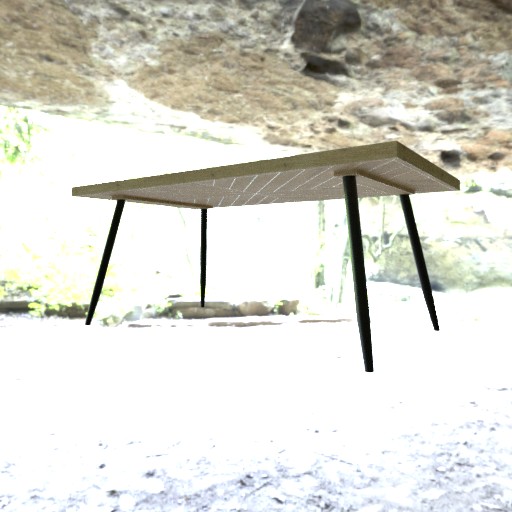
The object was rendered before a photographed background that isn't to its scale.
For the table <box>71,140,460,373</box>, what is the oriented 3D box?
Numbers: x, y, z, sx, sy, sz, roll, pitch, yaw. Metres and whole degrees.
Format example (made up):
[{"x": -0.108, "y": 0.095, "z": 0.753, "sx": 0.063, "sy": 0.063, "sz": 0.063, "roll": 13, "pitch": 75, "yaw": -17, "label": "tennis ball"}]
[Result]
[{"x": 0.000, "y": 0.000, "z": 2.342, "sx": 1.803, "sy": 0.762, "sz": 0.991, "roll": 1, "pitch": 1, "yaw": 35, "label": "table"}]
